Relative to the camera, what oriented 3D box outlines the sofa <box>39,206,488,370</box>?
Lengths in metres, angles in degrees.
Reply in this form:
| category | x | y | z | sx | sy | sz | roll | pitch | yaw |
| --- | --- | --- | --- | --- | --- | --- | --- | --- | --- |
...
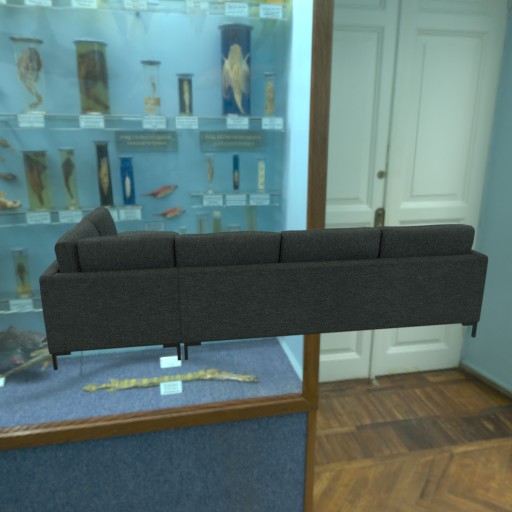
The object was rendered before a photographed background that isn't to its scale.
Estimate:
| category | x | y | z | sx | sy | sz | roll | pitch | yaw |
| --- | --- | --- | --- | --- | --- | --- | --- | --- | --- |
| sofa | 0.000 | 0.000 | 3.787 | 2.949 | 0.815 | 2.007 | -2 | 16 | -9 |
